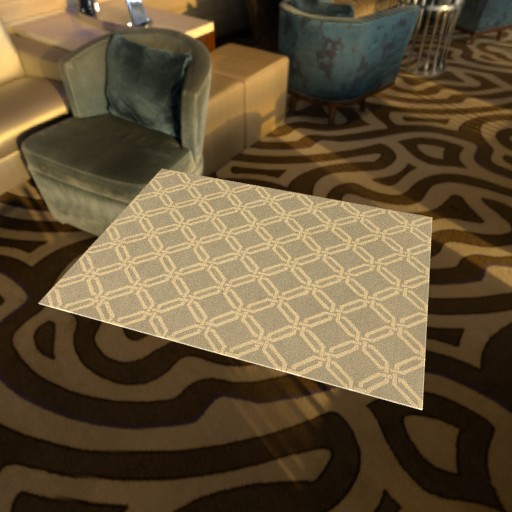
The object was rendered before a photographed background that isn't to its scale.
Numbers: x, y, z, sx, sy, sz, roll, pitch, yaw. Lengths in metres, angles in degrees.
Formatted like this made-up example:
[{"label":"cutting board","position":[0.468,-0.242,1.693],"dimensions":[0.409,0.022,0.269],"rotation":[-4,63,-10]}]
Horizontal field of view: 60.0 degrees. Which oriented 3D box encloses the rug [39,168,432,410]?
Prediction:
[{"label":"rug","position":[0.000,0.000,4.489],"dimensions":[3.353,0.013,2.438],"rotation":[12,44,13]}]
